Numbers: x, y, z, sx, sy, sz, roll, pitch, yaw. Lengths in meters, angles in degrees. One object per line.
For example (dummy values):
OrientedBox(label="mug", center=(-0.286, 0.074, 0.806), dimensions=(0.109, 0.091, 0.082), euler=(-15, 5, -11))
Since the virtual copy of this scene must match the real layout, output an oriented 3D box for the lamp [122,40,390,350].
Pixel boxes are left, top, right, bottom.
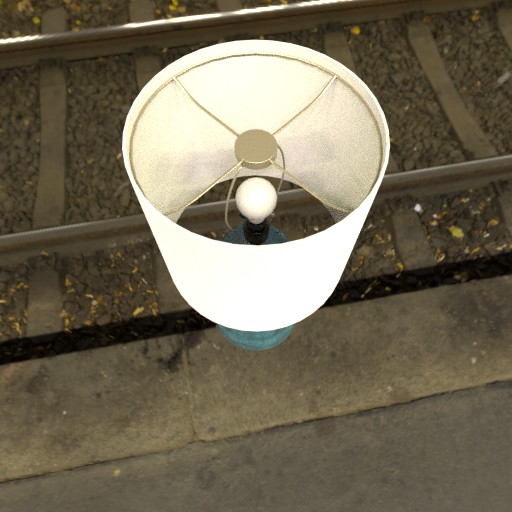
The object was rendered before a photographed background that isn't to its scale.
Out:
OrientedBox(label="lamp", center=(0.000, 0.000, 0.556), dimensions=(0.211, 0.455, 0.211), euler=(-29, 67, -13))
